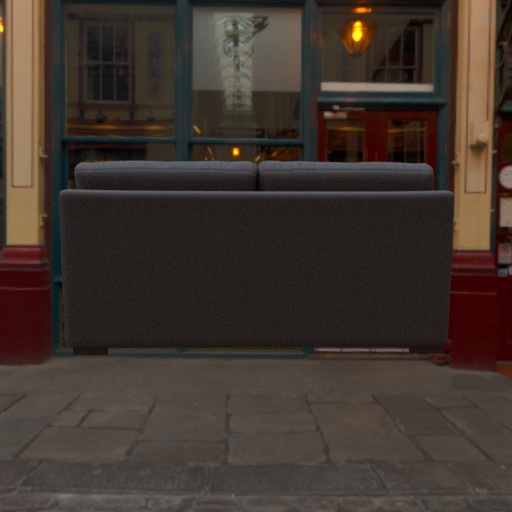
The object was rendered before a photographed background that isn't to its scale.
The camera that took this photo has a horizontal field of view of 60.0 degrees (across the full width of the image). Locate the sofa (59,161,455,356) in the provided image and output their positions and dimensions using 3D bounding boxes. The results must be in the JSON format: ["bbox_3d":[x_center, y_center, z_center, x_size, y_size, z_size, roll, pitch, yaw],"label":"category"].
[{"bbox_3d":[0.000,0.000,2.573,1.880,0.940,1.143,0,0,-1],"label":"sofa"}]
